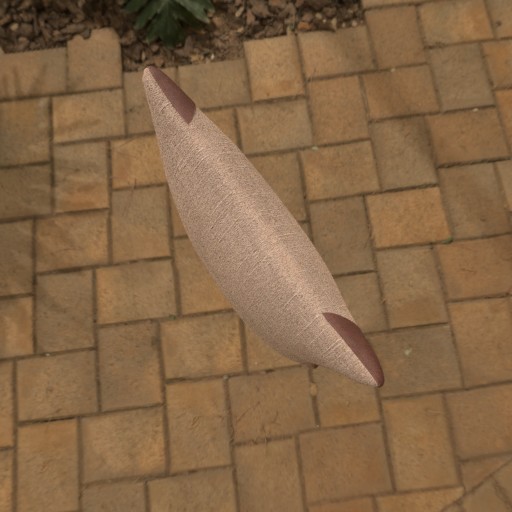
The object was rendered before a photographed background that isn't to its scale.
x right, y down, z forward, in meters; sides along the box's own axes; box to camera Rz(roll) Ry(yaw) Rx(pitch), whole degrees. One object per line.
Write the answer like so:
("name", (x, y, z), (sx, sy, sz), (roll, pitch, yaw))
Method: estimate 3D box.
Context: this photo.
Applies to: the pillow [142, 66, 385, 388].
("pillow", (0.000, 0.000, 0.681), (0.147, 0.448, 0.437), (-35, 79, -8))
